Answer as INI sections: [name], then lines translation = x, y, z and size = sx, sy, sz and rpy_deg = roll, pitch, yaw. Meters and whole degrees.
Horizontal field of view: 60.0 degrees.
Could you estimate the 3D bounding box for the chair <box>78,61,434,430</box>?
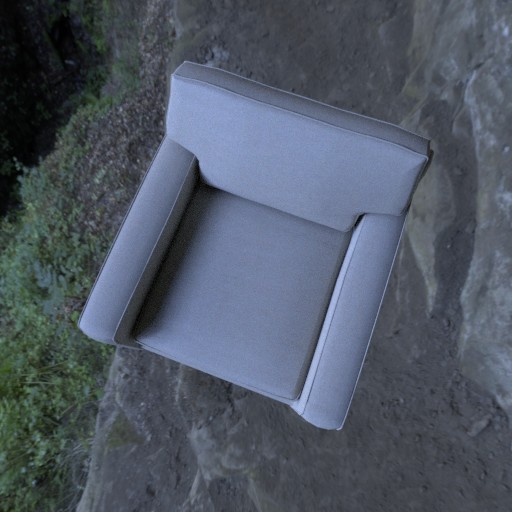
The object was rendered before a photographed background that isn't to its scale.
[chair]
translation = 0.000, 0.000, 1.778
size = 0.998, 0.913, 1.043
rpy_deg = 20, 76, 5
